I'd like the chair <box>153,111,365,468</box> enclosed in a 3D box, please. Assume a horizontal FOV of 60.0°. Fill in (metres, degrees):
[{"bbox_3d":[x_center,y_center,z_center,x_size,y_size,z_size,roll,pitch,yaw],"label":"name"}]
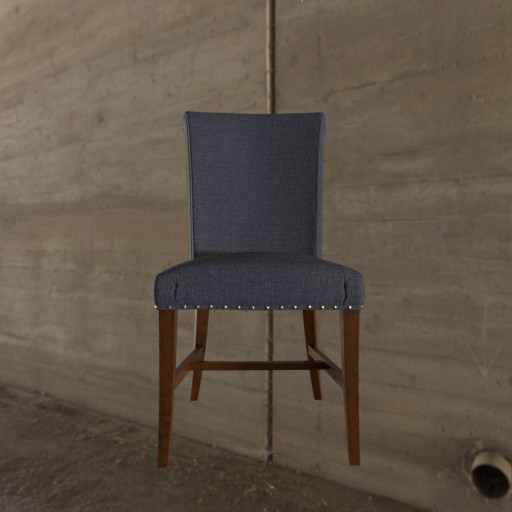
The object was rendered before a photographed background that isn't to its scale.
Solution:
[{"bbox_3d":[0.000,0.000,1.321,0.513,0.988,0.608,0,2,-1],"label":"chair"}]
